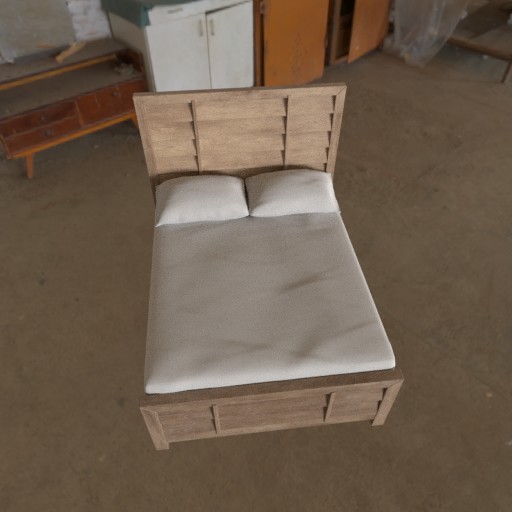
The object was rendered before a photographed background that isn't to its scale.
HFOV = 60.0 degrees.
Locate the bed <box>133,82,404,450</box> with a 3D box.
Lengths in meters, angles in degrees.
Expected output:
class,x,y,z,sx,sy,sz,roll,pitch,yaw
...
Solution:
class,x,y,z,sx,sy,sz,roll,pitch,yaw
bed,0.000,0.000,3.248,1.615,1.631,2.017,-5,45,-5
